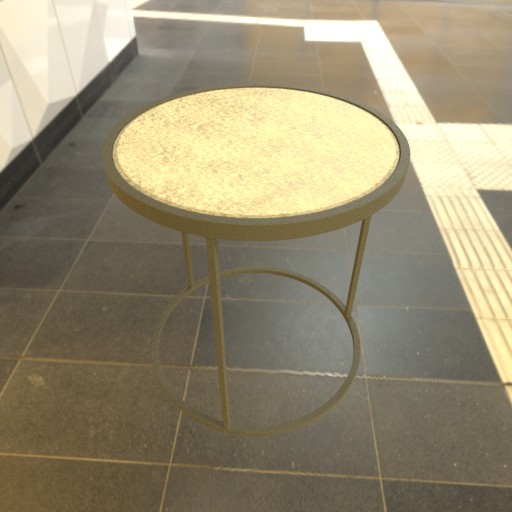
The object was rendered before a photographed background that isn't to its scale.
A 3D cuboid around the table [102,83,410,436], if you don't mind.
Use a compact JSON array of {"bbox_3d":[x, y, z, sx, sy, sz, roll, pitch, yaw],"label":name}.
[{"bbox_3d":[0.000,0.000,0.858,0.470,0.498,0.470,0,40,0],"label":"table"}]
